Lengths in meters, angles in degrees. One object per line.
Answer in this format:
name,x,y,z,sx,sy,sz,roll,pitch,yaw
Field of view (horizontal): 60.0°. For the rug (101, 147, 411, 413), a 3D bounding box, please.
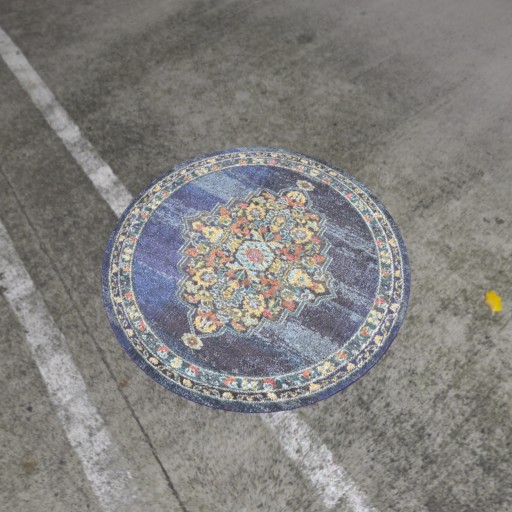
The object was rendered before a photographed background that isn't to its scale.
rug,0.000,0.000,2.321,1.591,0.010,1.591,0,58,0
